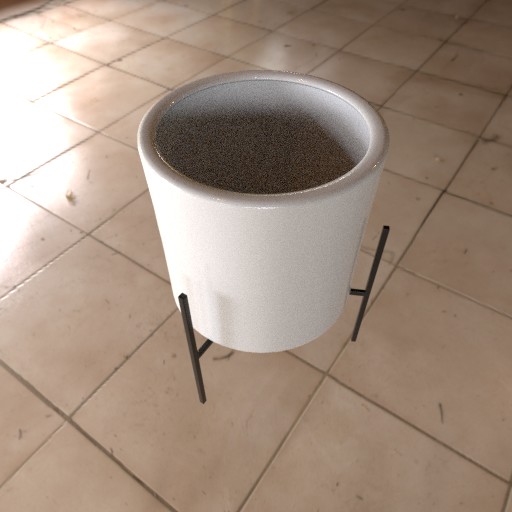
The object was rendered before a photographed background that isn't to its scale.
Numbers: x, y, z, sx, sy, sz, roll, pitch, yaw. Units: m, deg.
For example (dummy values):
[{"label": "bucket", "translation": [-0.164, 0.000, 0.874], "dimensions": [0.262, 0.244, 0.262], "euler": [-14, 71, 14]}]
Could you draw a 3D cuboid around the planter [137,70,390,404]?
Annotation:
[{"label": "planter", "translation": [0.000, 0.000, 0.748], "dimensions": [0.360, 0.480, 0.361], "euler": [26, 52, 22]}]
